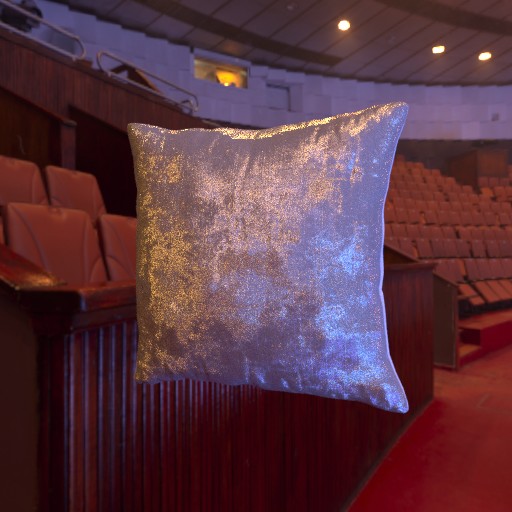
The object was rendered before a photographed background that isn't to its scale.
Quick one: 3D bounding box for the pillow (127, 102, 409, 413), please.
[{"bbox_3d":[0.000,0.000,0.722,0.470,0.464,0.175,0,0,17],"label":"pillow"}]
